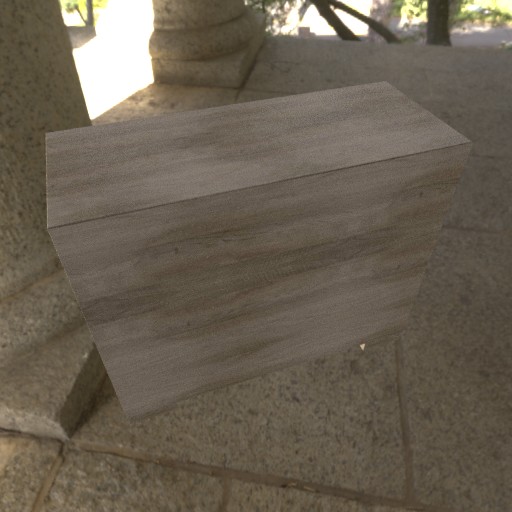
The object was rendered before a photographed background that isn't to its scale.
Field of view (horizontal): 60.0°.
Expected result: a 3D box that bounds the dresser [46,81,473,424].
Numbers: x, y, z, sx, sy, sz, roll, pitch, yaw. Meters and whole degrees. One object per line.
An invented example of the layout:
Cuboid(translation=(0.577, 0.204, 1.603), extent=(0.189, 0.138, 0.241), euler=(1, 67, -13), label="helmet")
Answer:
Cuboid(translation=(0.000, 0.000, 1.390), extent=(0.994, 0.816, 0.404), euler=(-14, 45, -14), label="dresser")
